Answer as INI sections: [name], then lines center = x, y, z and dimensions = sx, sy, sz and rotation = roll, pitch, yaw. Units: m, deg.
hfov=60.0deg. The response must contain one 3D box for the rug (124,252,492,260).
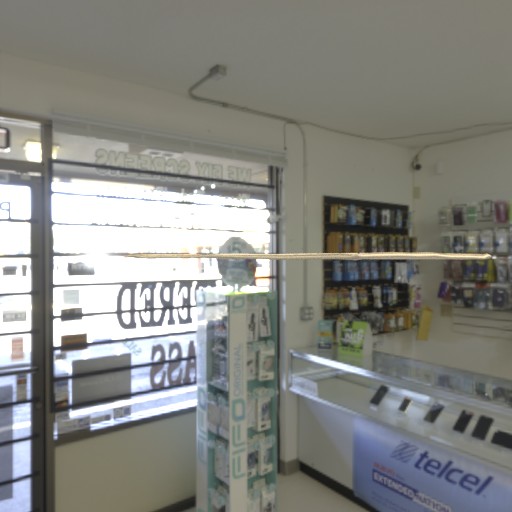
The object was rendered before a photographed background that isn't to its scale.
[rug]
center = 0.000, 0.000, 2.643
dimensions = 0.831, 0.036, 2.381
rotation = 0, 0, -34
